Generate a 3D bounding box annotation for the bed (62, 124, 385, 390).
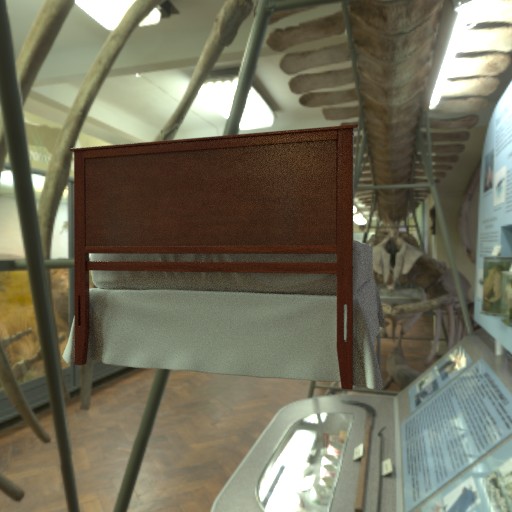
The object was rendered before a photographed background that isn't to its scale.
[{"bbox_3d":[0.000,0.000,3.321,1.870,1.270,2.050,0,0,17],"label":"bed"}]
